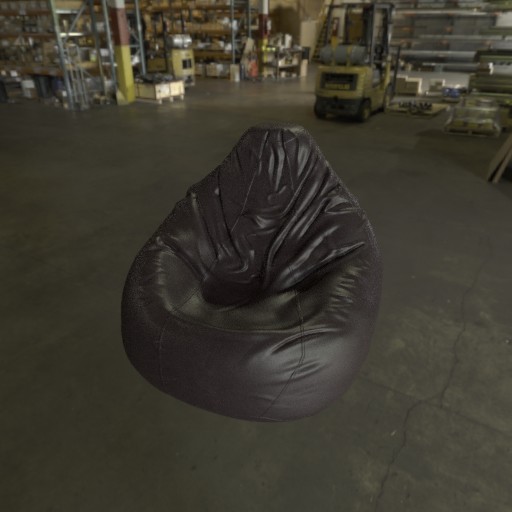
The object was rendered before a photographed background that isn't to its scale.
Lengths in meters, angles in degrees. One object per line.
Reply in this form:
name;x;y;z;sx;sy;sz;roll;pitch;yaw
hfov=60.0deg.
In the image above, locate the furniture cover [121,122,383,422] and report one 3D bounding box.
furniture cover;0.000;0.000;1.896;1.070;0.990;1.070;9;29;16
